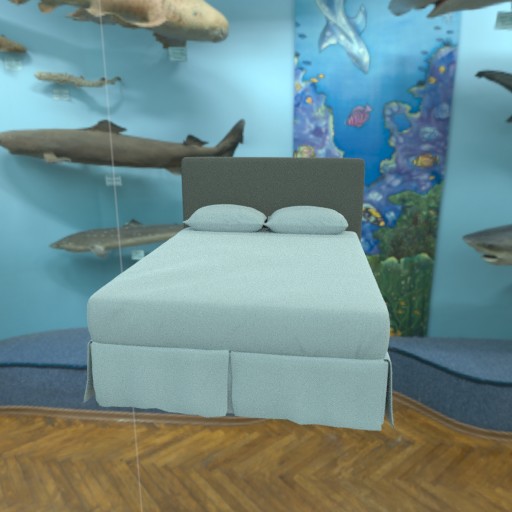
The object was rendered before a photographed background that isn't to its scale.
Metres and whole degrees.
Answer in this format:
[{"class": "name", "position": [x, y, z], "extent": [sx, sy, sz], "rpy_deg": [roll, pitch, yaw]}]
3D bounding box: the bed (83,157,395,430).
[{"class": "bed", "position": [0.000, 0.000, 3.264], "extent": [1.748, 1.330, 2.142], "rpy_deg": [2, 15, 7]}]
